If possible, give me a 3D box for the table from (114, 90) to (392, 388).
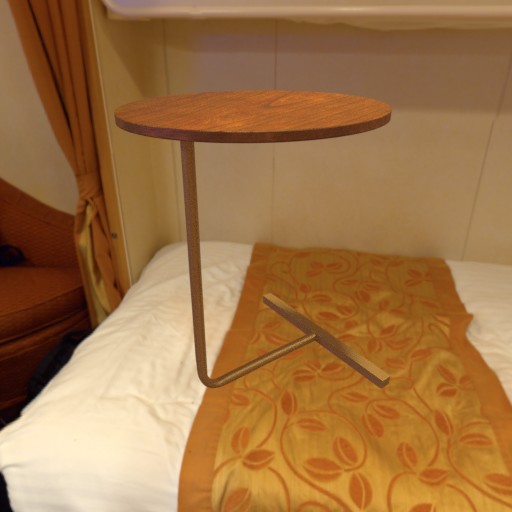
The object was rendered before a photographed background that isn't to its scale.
[{"bbox_3d":[0.000,0.000,1.087,0.577,0.706,0.530,-18,32,-32],"label":"table"}]
